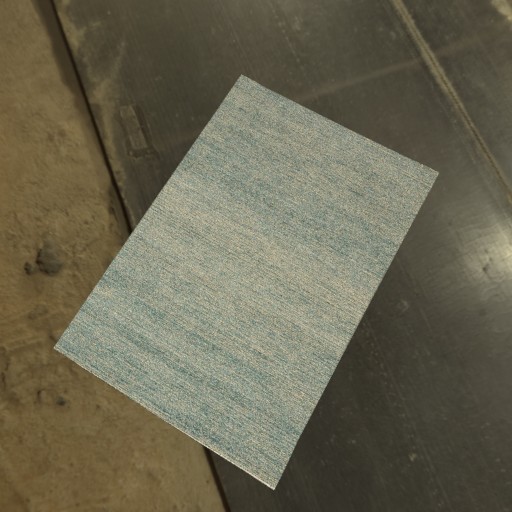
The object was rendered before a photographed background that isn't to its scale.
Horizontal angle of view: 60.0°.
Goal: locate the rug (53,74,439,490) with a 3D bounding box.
[{"bbox_3d":[0.000,0.000,5.128,2.802,0.052,4.078,30,77,7],"label":"rug"}]
